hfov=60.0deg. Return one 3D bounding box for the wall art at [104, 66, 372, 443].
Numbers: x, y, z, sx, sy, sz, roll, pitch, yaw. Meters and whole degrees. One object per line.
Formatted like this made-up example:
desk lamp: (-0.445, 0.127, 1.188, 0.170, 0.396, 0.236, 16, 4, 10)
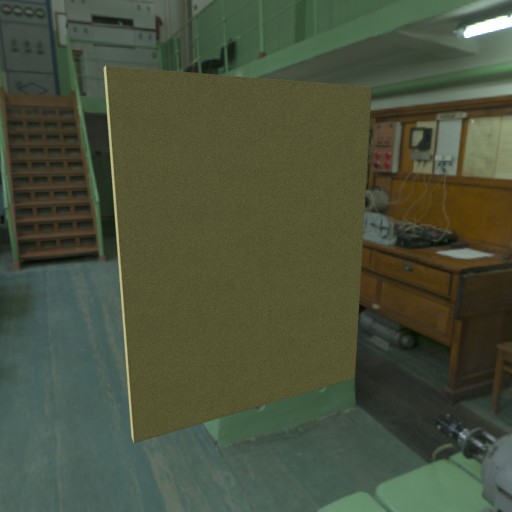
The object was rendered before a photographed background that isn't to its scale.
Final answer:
wall art: (0.000, 0.000, 1.335, 0.798, 1.002, 0.030, -7, 15, -27)
